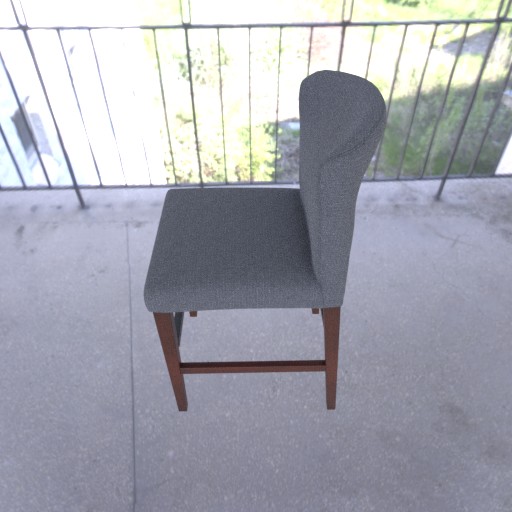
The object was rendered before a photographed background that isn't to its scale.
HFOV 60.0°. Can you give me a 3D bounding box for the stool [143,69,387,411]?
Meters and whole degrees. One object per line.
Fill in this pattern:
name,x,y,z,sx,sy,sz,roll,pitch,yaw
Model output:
stool,0.000,0.000,1.299,0.568,0.968,0.479,-1,41,-1
